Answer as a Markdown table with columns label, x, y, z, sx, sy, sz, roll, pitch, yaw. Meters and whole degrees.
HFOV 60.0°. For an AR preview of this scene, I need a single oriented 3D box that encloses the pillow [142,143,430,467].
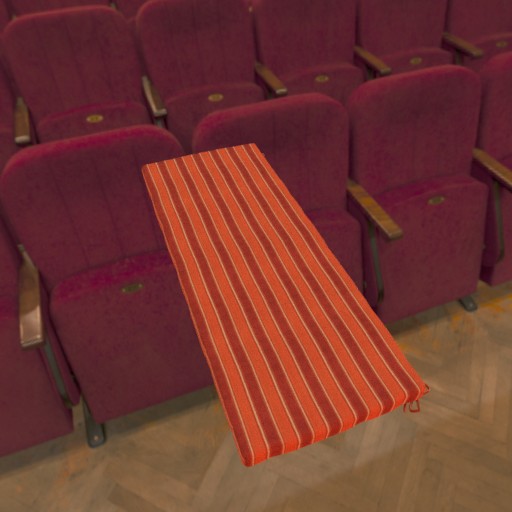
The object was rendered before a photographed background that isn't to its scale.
| label | x | y | z | sx | sy | sz | roll | pitch | yaw |
| --- | --- | --- | --- | --- | --- | --- | --- | --- | --- |
| pillow | 0.000 | 0.000 | 1.363 | 0.492 | 0.081 | 1.187 | -15 | 47 | -14 |
